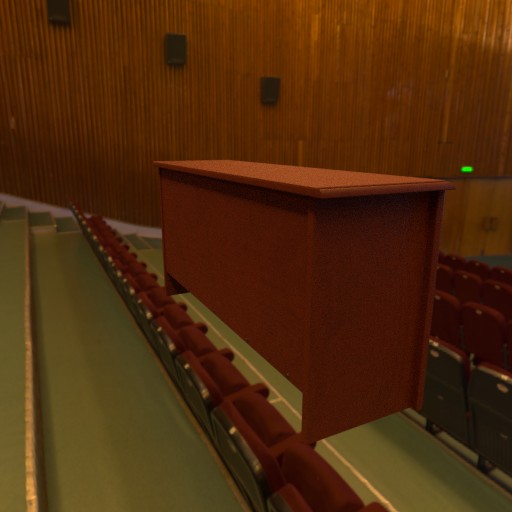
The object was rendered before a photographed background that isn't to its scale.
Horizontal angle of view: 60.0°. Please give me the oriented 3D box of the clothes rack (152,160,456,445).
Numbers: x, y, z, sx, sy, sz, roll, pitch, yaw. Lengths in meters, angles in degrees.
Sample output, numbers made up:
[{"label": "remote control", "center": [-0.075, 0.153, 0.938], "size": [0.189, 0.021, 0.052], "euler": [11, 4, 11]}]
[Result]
[{"label": "clothes rack", "center": [0.000, 0.000, 1.520], "size": [0.362, 0.594, 1.251], "euler": [-7, 16, -26]}]
